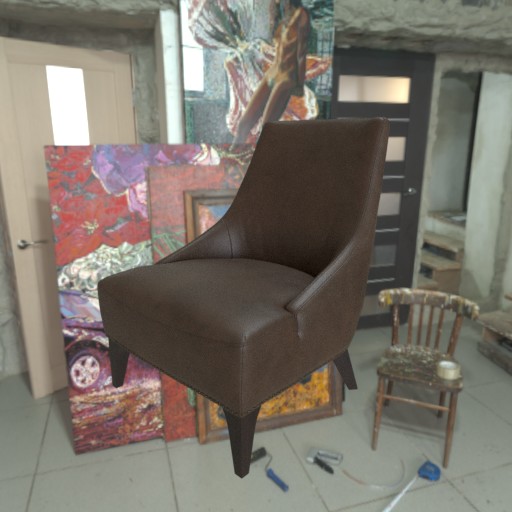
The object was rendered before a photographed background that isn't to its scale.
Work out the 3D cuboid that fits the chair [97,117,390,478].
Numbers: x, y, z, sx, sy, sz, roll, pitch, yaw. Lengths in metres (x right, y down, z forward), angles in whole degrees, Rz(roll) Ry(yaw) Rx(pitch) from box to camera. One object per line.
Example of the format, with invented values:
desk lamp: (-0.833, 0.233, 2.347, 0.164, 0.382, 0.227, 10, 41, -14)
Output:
chair: (0.000, 0.000, 1.503, 0.701, 0.909, 0.861, 14, 20, 41)
